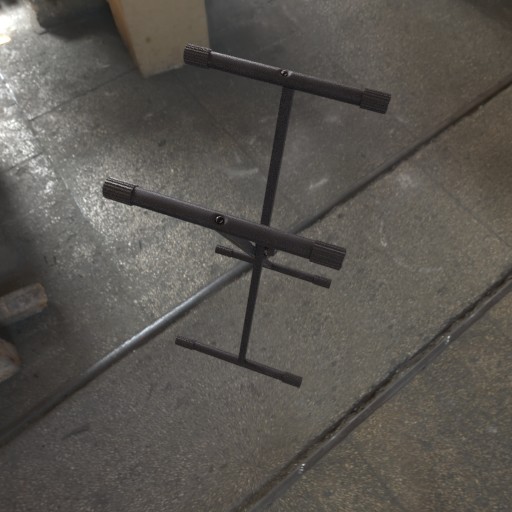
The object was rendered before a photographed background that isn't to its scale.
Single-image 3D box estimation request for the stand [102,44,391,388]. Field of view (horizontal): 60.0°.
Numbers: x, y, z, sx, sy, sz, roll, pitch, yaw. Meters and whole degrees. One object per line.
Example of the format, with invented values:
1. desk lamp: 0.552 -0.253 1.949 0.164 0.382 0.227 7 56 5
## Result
1. stand: 0.000 0.000 1.170 0.449 0.940 0.409 17 66 8
